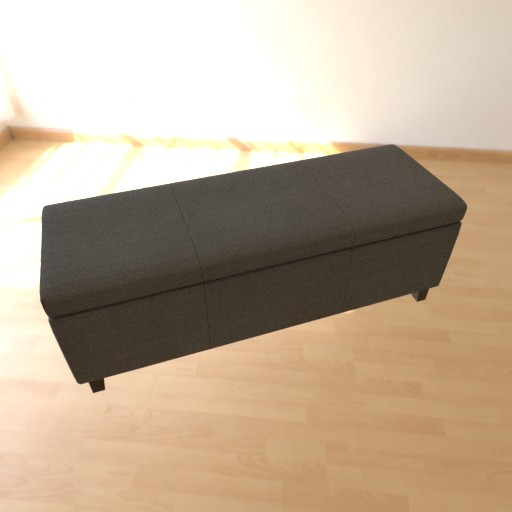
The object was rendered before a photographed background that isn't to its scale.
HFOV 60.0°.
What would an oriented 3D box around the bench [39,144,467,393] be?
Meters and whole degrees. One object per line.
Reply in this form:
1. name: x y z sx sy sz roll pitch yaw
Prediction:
1. bench: 0.000 0.000 1.495 1.269 0.438 0.446 -13 43 -14
